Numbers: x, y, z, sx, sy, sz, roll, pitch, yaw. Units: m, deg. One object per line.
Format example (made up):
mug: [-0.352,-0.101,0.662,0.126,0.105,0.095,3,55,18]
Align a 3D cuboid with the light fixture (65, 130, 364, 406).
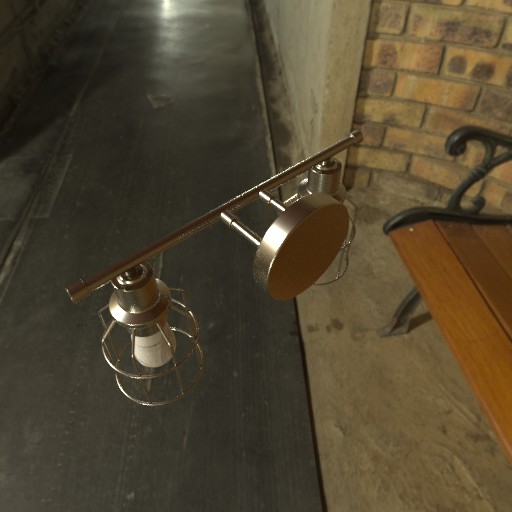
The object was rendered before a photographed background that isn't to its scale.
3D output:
light fixture: [0.000,0.000,0.533,0.406,0.254,0.165,-33,55,-27]
